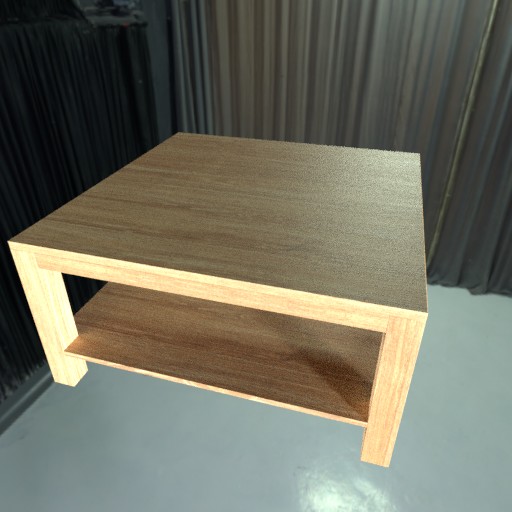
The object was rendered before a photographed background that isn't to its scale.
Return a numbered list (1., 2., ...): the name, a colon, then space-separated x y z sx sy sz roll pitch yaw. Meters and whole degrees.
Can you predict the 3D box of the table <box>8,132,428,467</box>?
1. table: 0.000 0.000 1.374 0.900 0.450 0.900 9 33 14
